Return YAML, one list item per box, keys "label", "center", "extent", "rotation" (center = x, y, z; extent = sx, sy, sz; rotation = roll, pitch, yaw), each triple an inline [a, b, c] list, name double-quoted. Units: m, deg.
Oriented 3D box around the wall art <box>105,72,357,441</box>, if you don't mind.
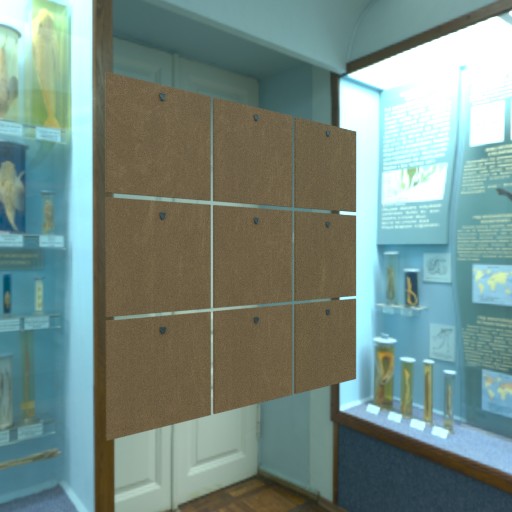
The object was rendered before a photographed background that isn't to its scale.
- label: "wall art"
  center: [0.000, 0.000, 2.277]
  extent: [1.526, 1.522, 0.023]
  rotation: [0, 1, -36]
